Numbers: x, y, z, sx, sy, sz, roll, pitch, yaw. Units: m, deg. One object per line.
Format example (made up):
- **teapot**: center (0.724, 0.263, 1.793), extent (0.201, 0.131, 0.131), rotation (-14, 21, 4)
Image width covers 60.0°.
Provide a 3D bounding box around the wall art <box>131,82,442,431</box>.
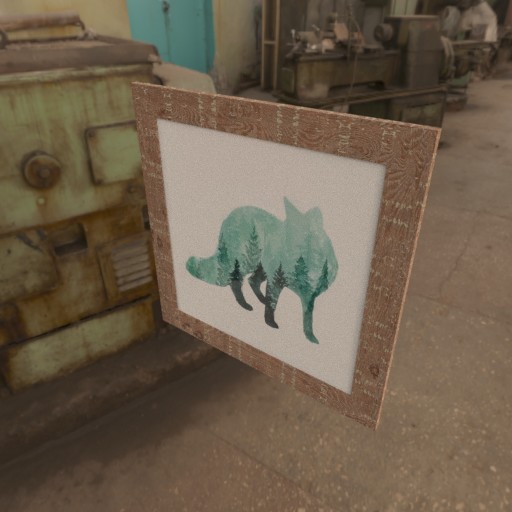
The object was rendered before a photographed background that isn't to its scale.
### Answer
- **wall art**: center (0.000, 0.000, 0.570), extent (0.384, 0.384, 0.012), rotation (20, 36, 30)
